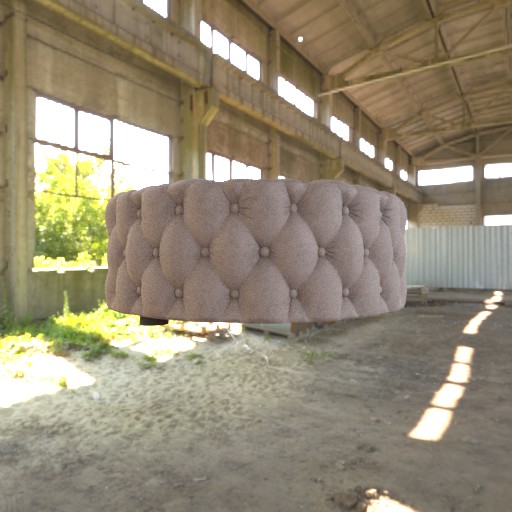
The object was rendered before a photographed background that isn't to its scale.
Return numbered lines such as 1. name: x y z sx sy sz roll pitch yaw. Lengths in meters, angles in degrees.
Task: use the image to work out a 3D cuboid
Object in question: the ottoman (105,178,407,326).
1. ottoman: 0.000 0.000 1.538 0.998 0.399 0.998 0 -1 0
